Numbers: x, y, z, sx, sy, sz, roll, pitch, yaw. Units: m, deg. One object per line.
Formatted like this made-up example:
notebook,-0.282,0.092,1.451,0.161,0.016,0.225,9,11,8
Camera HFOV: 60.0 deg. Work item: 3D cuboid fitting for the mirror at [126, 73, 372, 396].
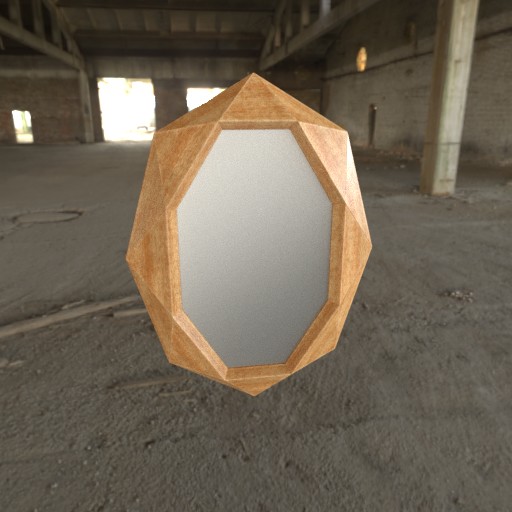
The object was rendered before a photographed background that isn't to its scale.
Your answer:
mirror,0.000,0.000,1.002,0.577,0.774,0.070,-3,17,-9
